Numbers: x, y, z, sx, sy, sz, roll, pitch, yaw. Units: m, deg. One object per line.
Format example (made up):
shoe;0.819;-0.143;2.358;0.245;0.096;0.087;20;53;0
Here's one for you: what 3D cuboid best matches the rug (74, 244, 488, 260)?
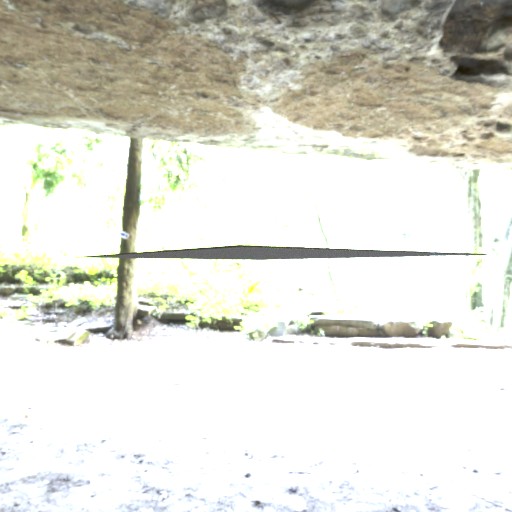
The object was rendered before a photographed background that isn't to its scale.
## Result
rug;0.000;0.000;3.476;2.073;0.011;2.584;1;-2;-36
